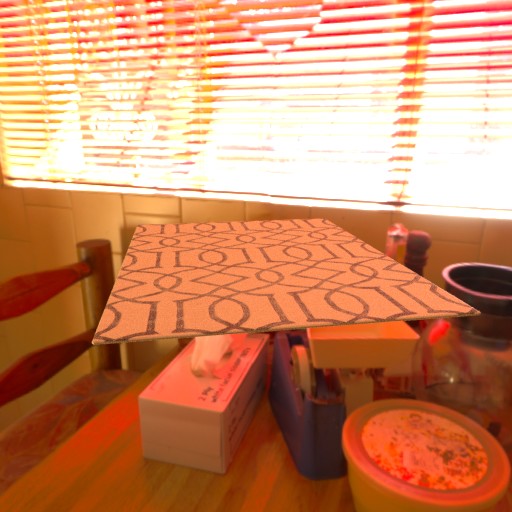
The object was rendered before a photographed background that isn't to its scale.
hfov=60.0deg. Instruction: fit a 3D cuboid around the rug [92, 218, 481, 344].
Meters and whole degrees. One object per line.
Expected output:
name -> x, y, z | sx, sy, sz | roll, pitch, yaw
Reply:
rug -> 0.000, 0.000, 3.817 | 2.211, 0.021, 2.910 | -3, 16, -10
